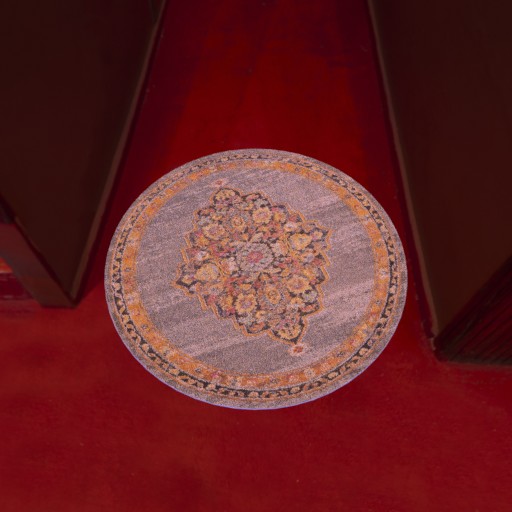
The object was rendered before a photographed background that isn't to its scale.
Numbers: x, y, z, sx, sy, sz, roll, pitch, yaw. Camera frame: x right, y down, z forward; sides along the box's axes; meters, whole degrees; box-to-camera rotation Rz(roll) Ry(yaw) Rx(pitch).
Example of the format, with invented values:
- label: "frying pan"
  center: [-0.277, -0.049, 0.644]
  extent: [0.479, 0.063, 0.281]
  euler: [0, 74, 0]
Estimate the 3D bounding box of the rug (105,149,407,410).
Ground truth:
- label: "rug"
  center: [0.000, 0.000, 3.542]
  extent: [2.382, 0.014, 2.382]
  euler: [0, 58, 0]
